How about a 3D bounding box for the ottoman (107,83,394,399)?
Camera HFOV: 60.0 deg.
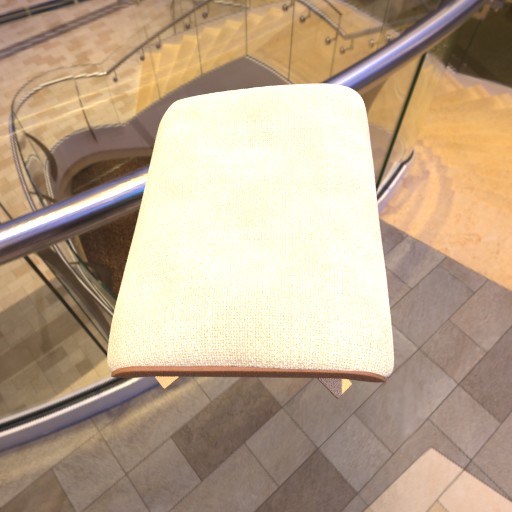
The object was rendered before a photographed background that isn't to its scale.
[{"bbox_3d":[0.000,0.000,0.799,0.394,0.391,0.520,3,58,2],"label":"ottoman"}]
